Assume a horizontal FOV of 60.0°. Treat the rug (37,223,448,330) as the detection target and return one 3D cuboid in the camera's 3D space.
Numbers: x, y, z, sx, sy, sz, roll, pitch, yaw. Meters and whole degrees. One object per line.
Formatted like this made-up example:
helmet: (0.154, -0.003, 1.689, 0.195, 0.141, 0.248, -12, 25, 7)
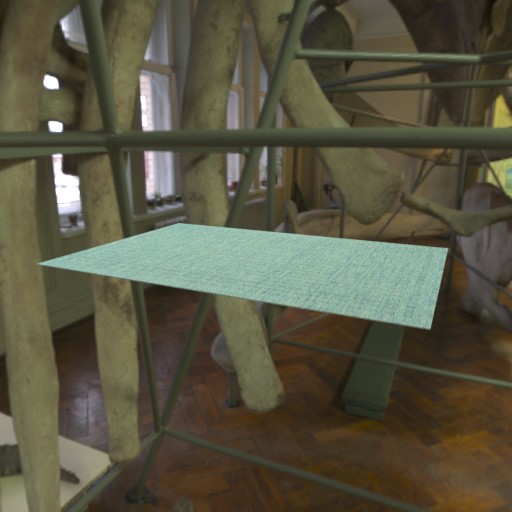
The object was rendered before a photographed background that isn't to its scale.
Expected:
rug: (0.000, 0.000, 2.943, 2.286, 0.006, 1.522, 7, 16, 24)
